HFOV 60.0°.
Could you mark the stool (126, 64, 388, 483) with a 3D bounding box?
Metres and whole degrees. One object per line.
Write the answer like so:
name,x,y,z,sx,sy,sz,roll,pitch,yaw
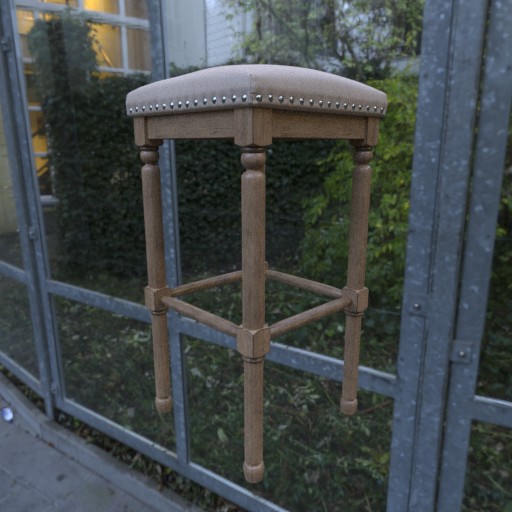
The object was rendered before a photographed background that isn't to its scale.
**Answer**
stool,0.000,0.000,0.978,0.383,0.768,0.382,-13,19,-42
